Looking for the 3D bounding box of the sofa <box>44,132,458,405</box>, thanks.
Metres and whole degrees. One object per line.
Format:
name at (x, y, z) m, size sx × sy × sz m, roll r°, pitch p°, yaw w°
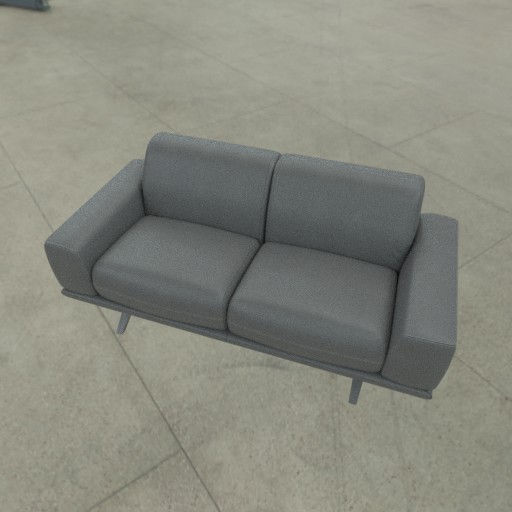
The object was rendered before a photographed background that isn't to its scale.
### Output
sofa at (0.000, 0.000, 2.287) m, size 1.901 × 0.772 × 0.900 m, roll 13°, pitch 44°, yaw 14°
